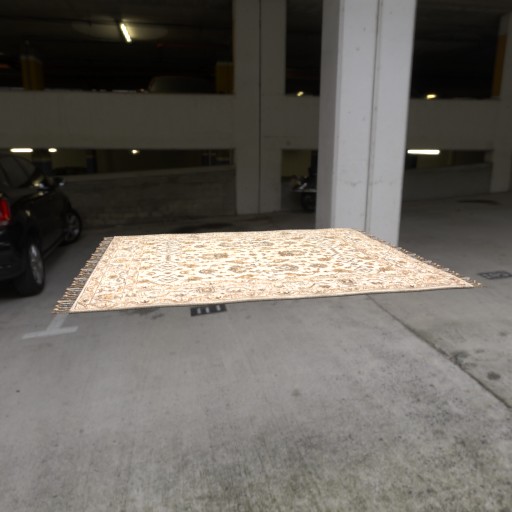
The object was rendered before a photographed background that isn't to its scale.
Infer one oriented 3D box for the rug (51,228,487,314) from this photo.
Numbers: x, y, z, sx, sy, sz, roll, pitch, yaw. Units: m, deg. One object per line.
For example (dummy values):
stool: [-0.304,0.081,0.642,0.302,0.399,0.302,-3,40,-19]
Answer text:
rug: [0.000,0.000,4.155,3.061,0.034,2.426,-3,14,-10]
